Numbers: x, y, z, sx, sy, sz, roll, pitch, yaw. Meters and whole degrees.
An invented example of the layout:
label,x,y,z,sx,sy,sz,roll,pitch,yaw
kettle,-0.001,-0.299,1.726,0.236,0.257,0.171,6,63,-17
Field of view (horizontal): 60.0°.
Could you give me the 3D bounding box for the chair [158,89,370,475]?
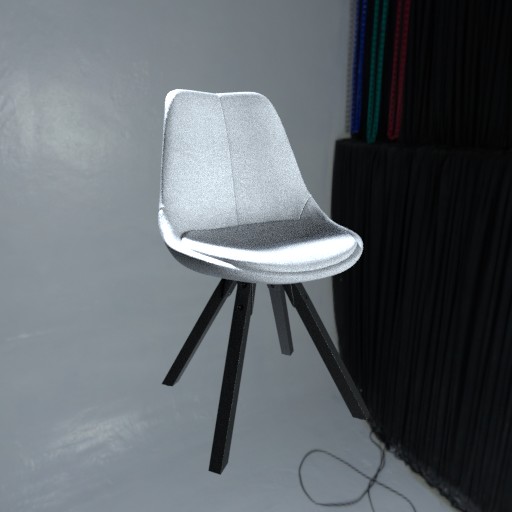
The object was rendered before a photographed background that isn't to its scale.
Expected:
label,x,y,z,sx,sy,sz,roll,pitch,yaw
chair,0.000,0.000,1.173,0.485,0.850,0.550,-8,18,-26
